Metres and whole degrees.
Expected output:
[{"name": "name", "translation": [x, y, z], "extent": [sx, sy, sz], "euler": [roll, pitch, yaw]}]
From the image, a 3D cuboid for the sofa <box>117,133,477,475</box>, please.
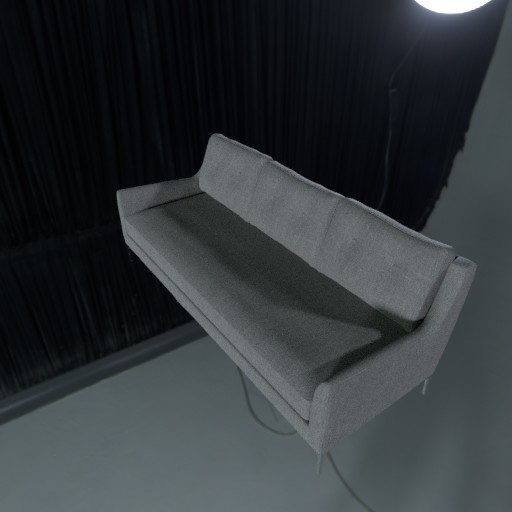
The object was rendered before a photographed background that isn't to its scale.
[{"name": "sofa", "translation": [0.000, 0.000, 2.525], "extent": [0.849, 0.837, 2.060], "euler": [-22, 39, -29]}]
